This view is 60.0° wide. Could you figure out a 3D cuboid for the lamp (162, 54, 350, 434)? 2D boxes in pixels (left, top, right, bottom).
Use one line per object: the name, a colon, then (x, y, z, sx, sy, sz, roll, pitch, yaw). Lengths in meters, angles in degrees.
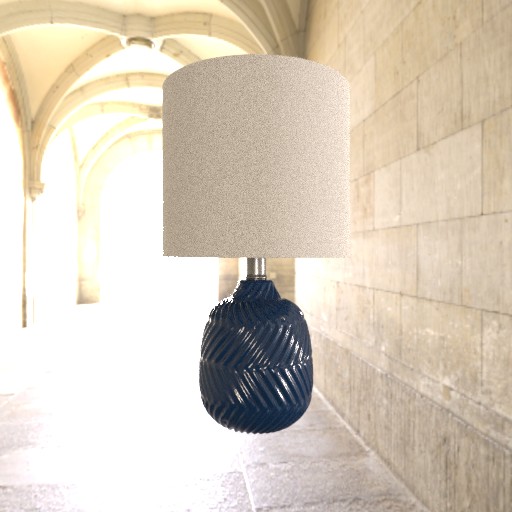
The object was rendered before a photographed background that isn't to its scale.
lamp: (0.000, 0.000, 0.492, 0.203, 0.368, 0.203, 0, 0, 36)
